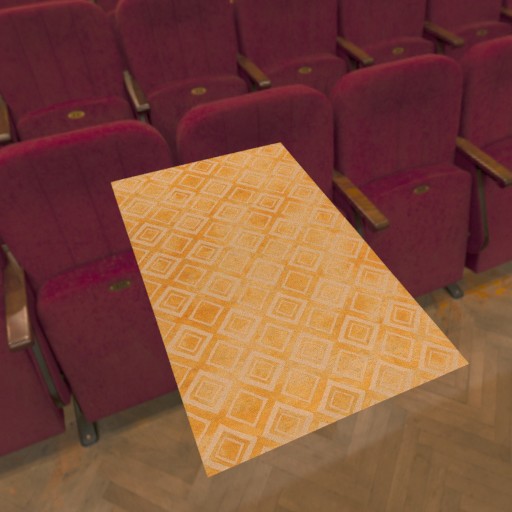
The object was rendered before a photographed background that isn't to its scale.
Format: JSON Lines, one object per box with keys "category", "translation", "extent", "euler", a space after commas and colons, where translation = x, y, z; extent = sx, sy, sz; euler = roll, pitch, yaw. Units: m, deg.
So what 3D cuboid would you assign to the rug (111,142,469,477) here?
{"category": "rug", "translation": [0.000, 0.000, 3.002], "extent": [1.511, 0.010, 2.424], "euler": [-17, 49, -16]}
